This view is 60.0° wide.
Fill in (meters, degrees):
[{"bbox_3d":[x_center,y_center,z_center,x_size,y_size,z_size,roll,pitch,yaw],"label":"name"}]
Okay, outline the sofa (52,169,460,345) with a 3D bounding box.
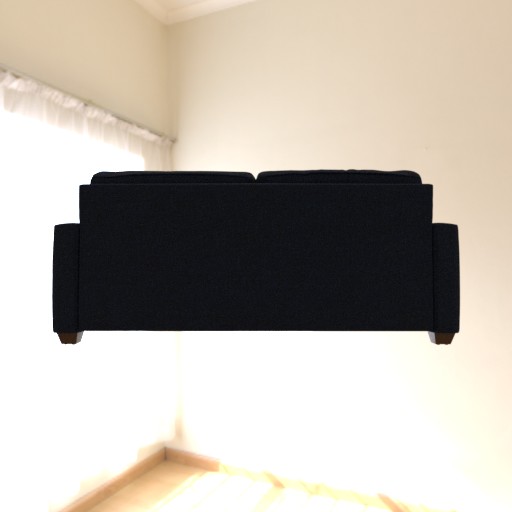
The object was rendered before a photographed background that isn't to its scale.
[{"bbox_3d":[0.000,0.000,2.665,2.080,0.919,0.940,0,-1,0],"label":"sofa"}]
